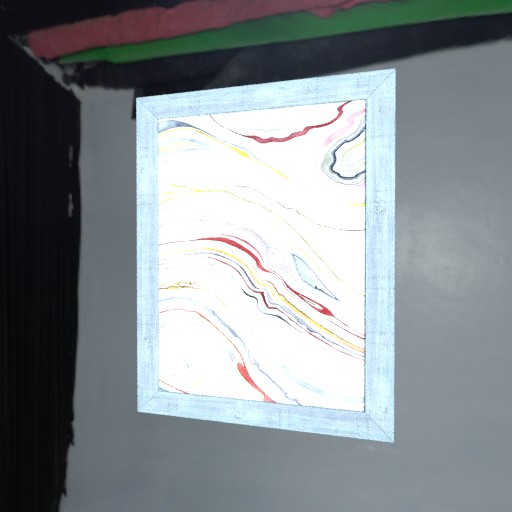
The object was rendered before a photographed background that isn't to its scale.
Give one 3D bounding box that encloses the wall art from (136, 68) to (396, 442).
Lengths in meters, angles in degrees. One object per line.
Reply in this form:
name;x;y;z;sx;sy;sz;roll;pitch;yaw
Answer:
wall art;0.000;0.000;0.806;0.481;0.613;0.020;0;1;17
